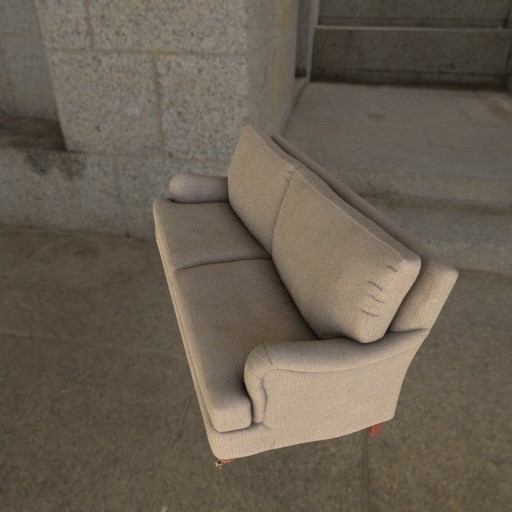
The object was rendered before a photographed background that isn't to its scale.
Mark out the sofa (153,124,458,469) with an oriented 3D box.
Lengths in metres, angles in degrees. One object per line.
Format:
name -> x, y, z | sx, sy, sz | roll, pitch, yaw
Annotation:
sofa -> 0.000, 0.000, 2.739 | 1.069, 1.096, 2.193 | -9, 32, -15
